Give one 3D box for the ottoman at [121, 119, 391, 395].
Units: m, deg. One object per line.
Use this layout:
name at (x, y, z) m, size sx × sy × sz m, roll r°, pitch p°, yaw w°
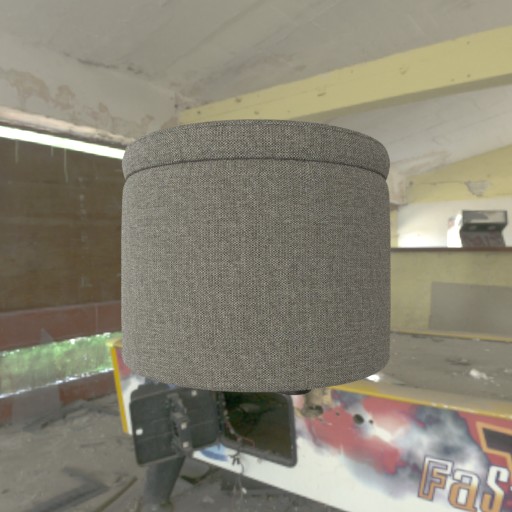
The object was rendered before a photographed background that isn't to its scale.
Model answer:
ottoman at (0.000, 0.000, 0.895) m, size 0.520 × 0.430 × 0.520 m, roll 0°, pitch 0°, yaw 0°
